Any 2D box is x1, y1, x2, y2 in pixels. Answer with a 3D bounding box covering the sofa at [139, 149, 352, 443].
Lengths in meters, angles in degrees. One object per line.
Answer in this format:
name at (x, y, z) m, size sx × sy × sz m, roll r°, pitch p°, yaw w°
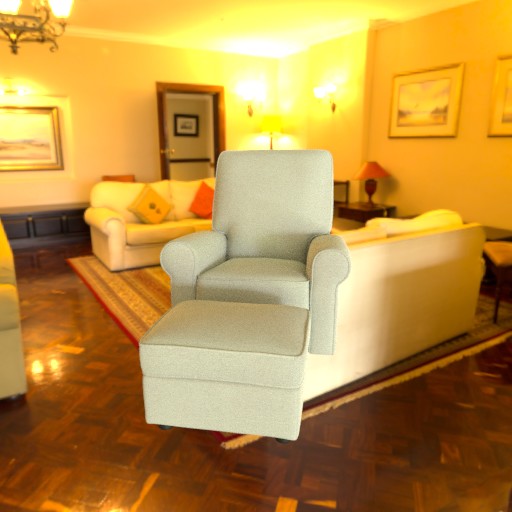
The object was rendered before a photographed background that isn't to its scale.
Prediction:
sofa at (0.000, 0.000, 2.083) m, size 0.880 × 0.959 × 1.478 m, roll 2°, pitch 15°, yaw 10°
